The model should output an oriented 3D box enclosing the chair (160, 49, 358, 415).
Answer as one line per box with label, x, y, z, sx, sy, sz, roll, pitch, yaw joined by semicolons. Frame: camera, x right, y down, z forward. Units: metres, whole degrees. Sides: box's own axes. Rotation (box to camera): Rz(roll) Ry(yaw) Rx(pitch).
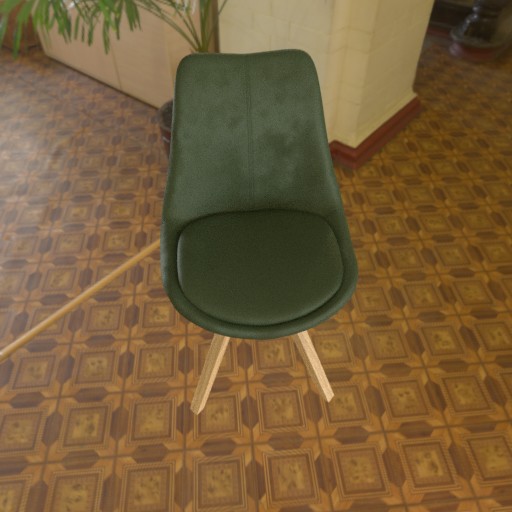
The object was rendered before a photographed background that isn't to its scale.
chair;0.000;0.000;1.180;0.483;0.865;0.547;-4;47;-4
